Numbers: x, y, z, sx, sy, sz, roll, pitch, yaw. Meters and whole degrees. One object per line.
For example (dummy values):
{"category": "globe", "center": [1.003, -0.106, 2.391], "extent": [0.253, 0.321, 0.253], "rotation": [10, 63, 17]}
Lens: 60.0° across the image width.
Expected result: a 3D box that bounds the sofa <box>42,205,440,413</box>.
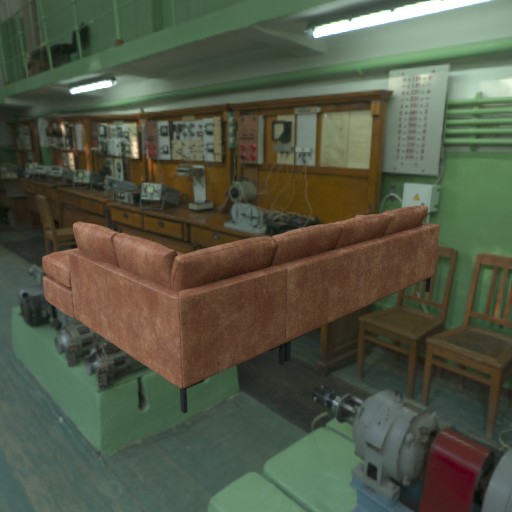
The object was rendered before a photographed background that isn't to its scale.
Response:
{"category": "sofa", "center": [0.000, 0.000, 3.904], "extent": [2.984, 0.877, 1.938], "rotation": [-14, 20, -42]}
